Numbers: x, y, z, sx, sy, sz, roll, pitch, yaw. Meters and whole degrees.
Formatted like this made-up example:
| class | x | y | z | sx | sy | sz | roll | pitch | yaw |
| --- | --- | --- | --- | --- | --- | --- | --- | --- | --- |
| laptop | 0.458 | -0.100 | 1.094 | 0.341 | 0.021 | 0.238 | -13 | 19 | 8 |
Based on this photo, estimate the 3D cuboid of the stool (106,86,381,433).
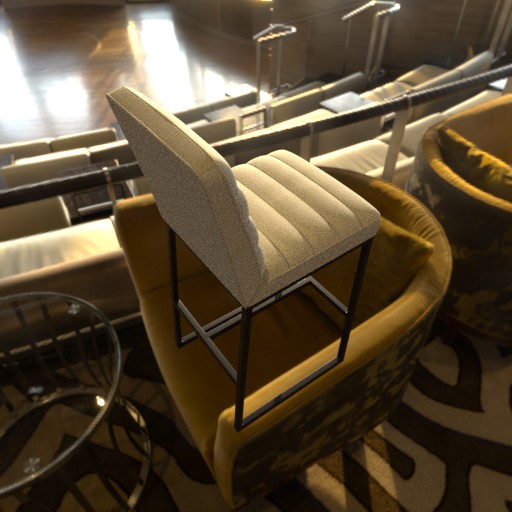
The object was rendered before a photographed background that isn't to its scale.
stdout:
| class | x | y | z | sx | sy | sz | roll | pitch | yaw |
| --- | --- | --- | --- | --- | --- | --- | --- | --- | --- |
| stool | 0.000 | 0.000 | 1.365 | 0.560 | 1.040 | 0.460 | -26 | 48 | -25 |
